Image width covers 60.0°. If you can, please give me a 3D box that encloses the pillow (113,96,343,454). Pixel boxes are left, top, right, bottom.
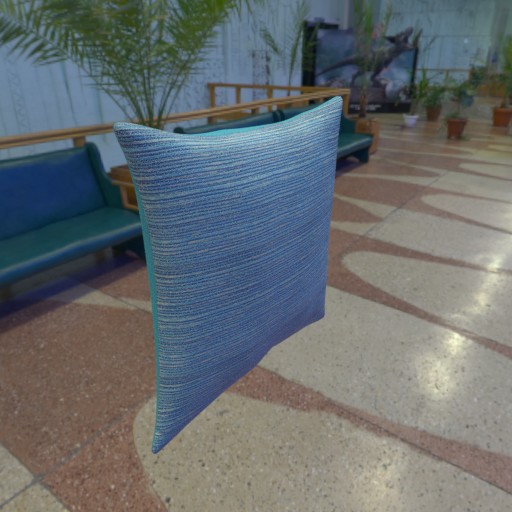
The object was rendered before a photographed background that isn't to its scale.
[{"bbox_3d":[0.000,0.000,0.765,0.150,0.497,0.514,18,30,34],"label":"pillow"}]
